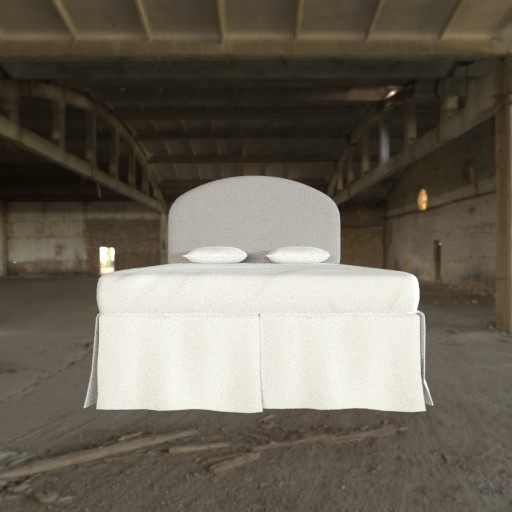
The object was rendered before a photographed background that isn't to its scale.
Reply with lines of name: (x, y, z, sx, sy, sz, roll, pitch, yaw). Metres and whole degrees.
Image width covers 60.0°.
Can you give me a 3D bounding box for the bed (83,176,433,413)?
bed: (0.000, 0.000, 2.976, 1.607, 1.410, 2.005, 0, 0, -1)
